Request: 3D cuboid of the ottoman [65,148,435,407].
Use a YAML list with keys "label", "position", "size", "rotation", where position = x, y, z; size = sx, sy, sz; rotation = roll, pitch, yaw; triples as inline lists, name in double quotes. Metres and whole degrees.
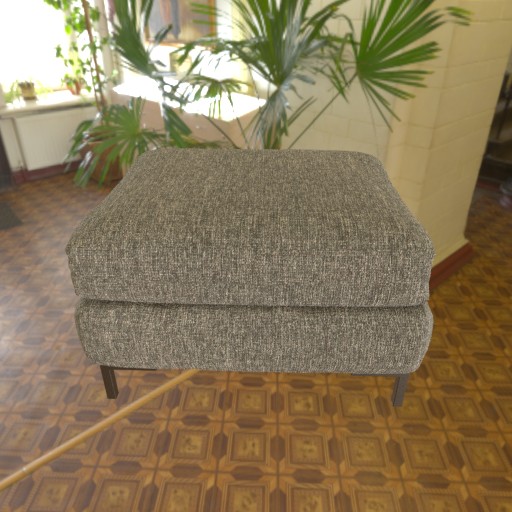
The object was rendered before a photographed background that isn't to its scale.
- label: "ottoman"
  position: [0.000, 0.000, 1.241]
  size: [0.828, 0.480, 0.683]
  rotation: [1, 30, 2]
